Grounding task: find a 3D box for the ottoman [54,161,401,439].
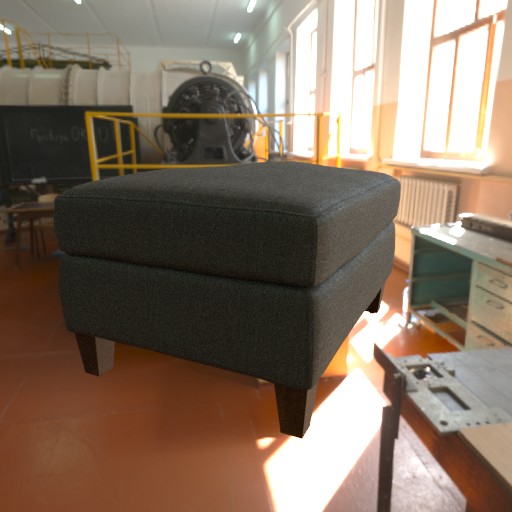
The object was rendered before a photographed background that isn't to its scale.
[{"bbox_3d":[0.000,0.000,1.219,0.639,0.496,0.826,7,16,25],"label":"ottoman"}]
